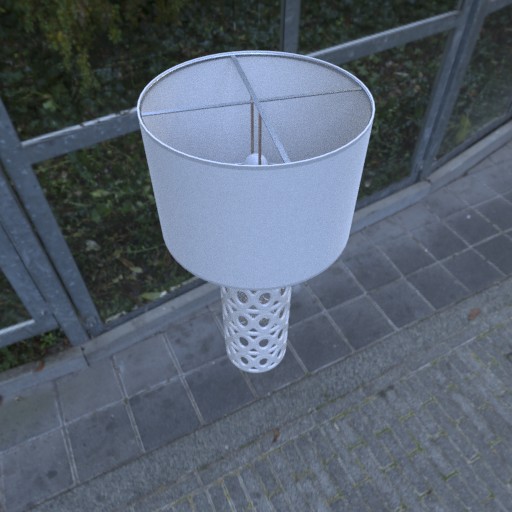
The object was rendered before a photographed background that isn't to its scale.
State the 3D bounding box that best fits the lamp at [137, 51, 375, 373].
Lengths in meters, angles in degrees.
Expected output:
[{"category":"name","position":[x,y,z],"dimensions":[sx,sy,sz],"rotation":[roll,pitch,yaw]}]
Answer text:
[{"category":"lamp","position":[0.000,0.000,0.846],"dimensions":[0.324,0.636,0.325],"rotation":[-10,47,-10]}]
